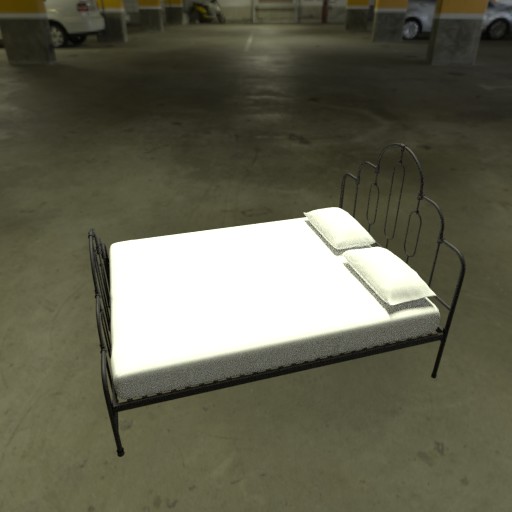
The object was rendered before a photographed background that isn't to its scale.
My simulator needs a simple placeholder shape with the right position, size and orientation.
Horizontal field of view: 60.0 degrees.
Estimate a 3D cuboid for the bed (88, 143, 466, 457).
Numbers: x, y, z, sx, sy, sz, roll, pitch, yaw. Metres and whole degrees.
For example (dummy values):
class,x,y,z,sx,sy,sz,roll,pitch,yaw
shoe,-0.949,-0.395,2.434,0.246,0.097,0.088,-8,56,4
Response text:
class,x,y,z,sx,sy,sz,roll,pitch,yaw
bed,0.000,0.000,3.152,2.163,1.429,1.640,-9,31,-14
